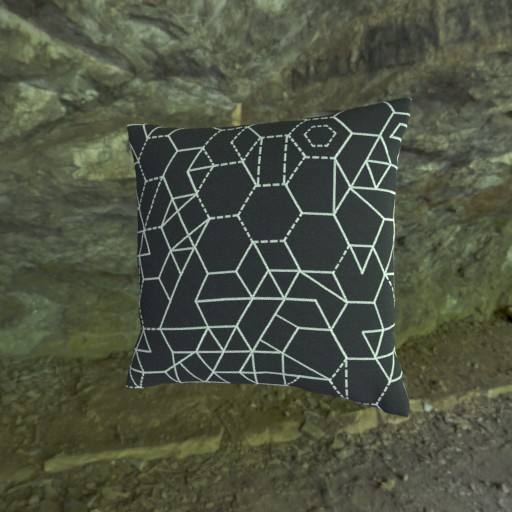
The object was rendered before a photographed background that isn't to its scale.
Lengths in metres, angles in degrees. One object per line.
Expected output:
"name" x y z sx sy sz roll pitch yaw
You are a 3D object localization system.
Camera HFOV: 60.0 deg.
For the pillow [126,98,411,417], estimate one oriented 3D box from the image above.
"pillow" 0.000 0.000 0.779 0.517 0.508 0.158 0 0 17
